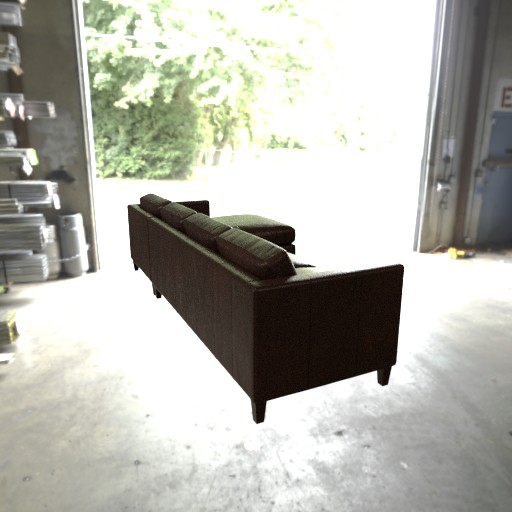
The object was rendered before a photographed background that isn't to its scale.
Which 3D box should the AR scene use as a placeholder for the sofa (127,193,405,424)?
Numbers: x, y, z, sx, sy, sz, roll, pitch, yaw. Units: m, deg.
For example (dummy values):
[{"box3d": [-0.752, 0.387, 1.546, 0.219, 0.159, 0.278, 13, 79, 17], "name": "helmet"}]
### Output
[{"box3d": [0.000, 0.000, 3.843, 1.581, 0.883, 3.203, -7, 16, -25], "name": "sofa"}]
